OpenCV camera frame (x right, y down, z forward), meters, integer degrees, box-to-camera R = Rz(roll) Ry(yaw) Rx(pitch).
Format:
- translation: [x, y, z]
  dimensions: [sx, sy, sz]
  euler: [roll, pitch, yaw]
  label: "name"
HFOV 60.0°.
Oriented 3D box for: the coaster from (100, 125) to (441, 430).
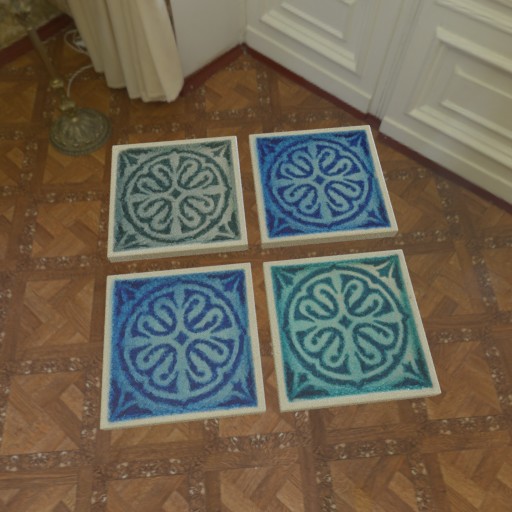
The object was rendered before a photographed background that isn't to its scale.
- translation: [0.000, 0.000, 0.325]
  dimensions: [0.214, 0.010, 0.219]
  euler: [-5, 65, -3]
  label: "coaster"
